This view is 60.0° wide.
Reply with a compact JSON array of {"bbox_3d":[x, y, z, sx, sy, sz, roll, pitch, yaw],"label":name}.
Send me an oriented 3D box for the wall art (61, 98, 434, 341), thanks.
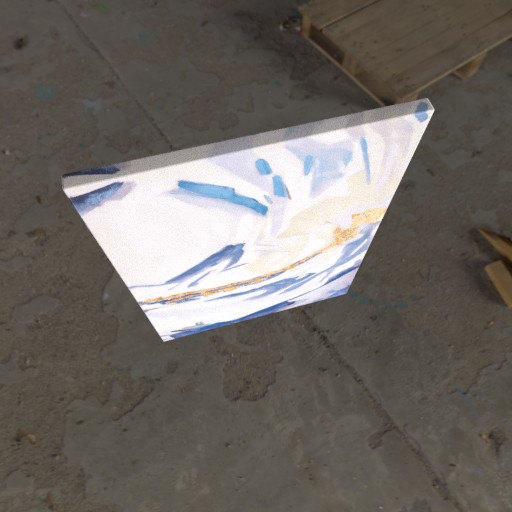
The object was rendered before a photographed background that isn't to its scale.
[{"bbox_3d":[0.000,0.000,1.334,0.761,1.015,0.038,-14,64,-7],"label":"wall art"}]
